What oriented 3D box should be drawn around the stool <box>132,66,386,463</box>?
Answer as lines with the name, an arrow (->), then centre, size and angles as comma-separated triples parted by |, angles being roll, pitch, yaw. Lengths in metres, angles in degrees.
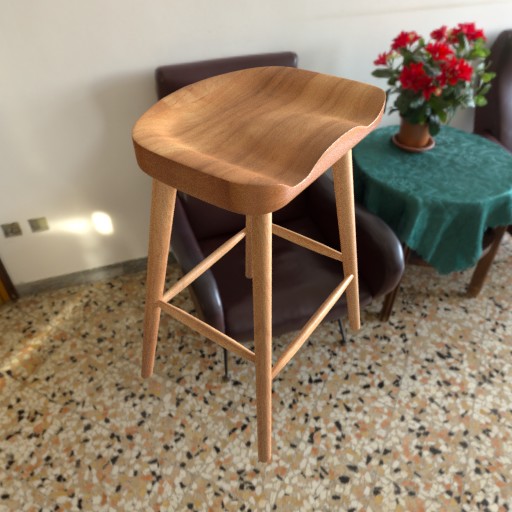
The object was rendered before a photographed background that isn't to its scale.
stool -> 0.000, 0.000, 0.894 | 0.361, 0.615, 0.440 | 25, 47, 26
